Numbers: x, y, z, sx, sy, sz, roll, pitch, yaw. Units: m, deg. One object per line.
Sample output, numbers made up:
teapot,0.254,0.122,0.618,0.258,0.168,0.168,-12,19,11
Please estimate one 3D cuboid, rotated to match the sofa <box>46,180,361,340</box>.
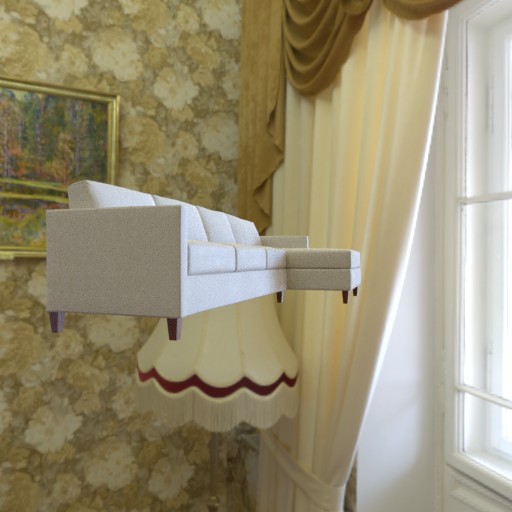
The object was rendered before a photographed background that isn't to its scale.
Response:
sofa,0.000,0.000,4.065,1.599,0.954,3.471,0,0,18
